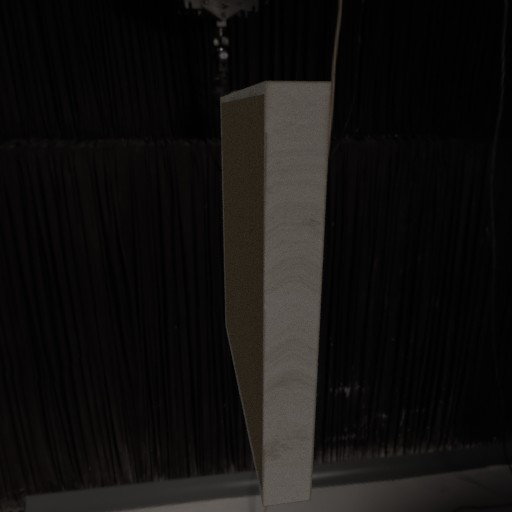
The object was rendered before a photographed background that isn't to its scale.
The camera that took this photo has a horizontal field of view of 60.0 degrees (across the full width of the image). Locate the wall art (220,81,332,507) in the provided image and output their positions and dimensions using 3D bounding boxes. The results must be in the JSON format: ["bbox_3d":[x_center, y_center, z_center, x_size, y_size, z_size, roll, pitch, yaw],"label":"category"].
[{"bbox_3d":[0.000,0.000,0.438,0.038,0.303,0.305,-3,18,-9],"label":"wall art"}]
